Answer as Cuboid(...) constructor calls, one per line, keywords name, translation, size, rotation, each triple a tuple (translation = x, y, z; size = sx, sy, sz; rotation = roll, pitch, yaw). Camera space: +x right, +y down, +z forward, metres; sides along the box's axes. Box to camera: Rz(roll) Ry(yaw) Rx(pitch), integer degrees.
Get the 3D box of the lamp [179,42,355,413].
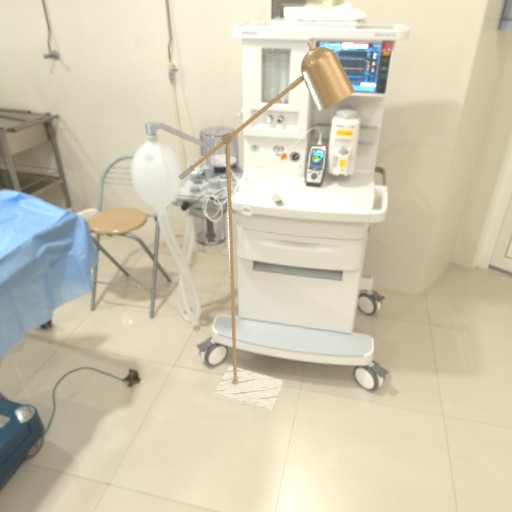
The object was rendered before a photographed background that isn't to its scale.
Cuboid(name="lamp", translation=(0.000, 0.000, 1.814), size=(0.653, 1.594, 0.194), rotation=(11, 33, 18))
